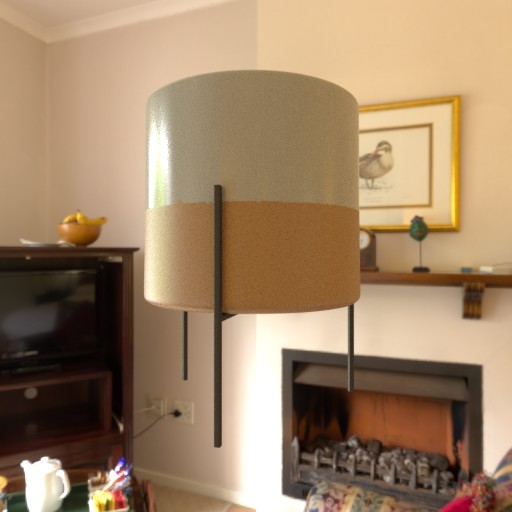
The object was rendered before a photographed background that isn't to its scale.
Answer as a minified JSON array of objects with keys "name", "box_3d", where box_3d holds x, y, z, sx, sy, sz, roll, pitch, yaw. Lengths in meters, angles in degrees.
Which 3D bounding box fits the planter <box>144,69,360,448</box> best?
[{"name":"planter","box_3d":[0.000,0.000,0.736,0.360,0.480,0.348,0,0,-17]}]
